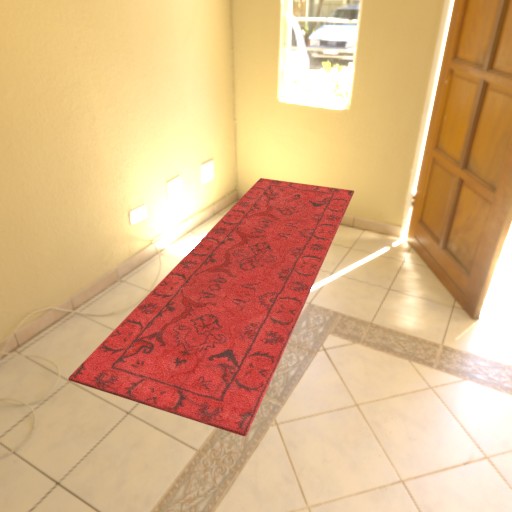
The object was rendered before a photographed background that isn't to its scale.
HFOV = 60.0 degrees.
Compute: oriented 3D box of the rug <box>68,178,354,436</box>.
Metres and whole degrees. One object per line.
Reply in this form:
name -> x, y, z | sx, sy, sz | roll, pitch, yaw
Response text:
rug -> 0.000, 0.000, 2.740 | 0.813, 0.018, 2.439 | 11, 33, 17
